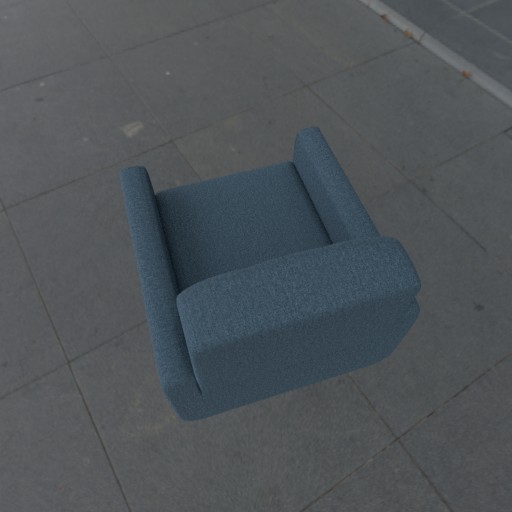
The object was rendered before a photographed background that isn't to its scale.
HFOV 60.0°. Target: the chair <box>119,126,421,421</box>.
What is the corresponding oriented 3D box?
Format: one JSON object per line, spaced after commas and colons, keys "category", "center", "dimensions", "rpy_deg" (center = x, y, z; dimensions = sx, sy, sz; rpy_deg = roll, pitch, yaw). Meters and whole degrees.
{"category": "chair", "center": [0.000, 0.000, 1.725], "dimensions": [0.880, 0.940, 0.964], "rpy_deg": [-15, 59, -9]}
